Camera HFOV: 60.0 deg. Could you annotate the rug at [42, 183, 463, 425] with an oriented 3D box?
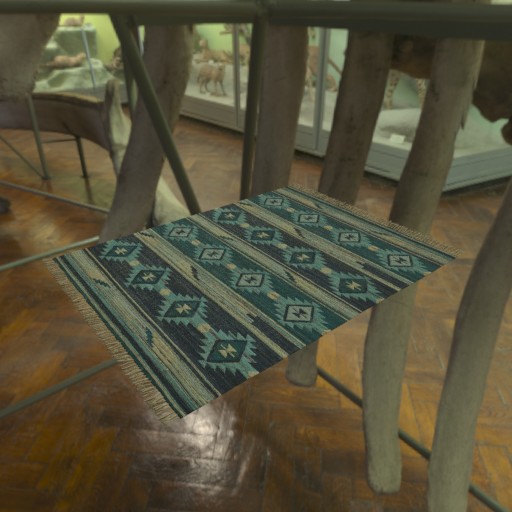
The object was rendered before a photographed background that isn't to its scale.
[{"bbox_3d":[0.000,0.000,4.257,3.307,0.047,2.418,-22,36,-33],"label":"rug"}]
